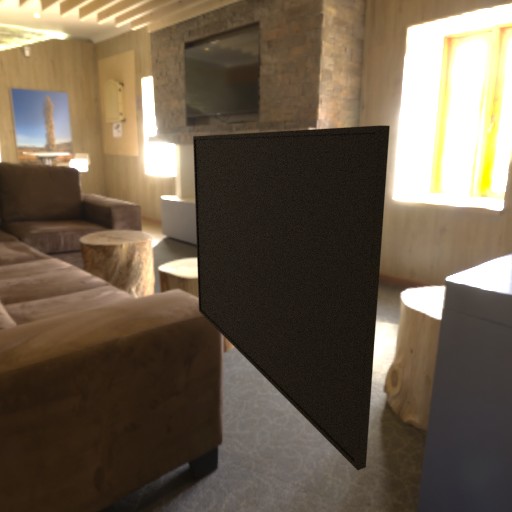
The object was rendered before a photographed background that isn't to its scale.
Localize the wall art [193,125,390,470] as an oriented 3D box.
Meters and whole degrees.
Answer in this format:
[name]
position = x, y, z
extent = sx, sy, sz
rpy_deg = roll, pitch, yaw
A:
[wall art]
position = 0.000, 0.000, 1.504
extent = 0.028, 0.805, 1.190
rpy_deg = -7, 15, -25
